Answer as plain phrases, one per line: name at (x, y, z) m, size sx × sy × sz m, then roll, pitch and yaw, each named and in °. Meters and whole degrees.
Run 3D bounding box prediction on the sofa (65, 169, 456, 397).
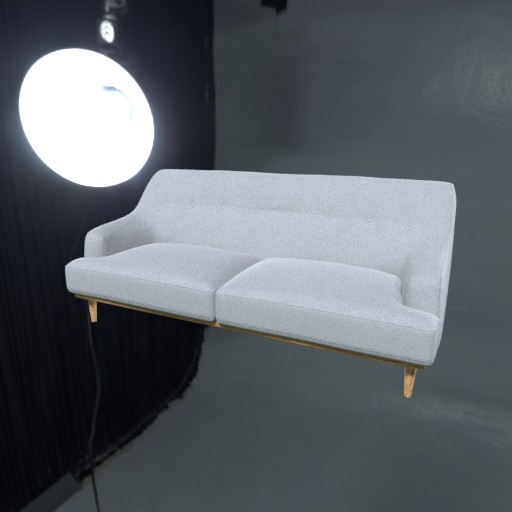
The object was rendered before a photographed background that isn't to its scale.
sofa at (0.000, 0.000, 2.558) m, size 2.057 × 0.871 × 0.978 m, roll 7°, pitch 17°, yaw 24°
